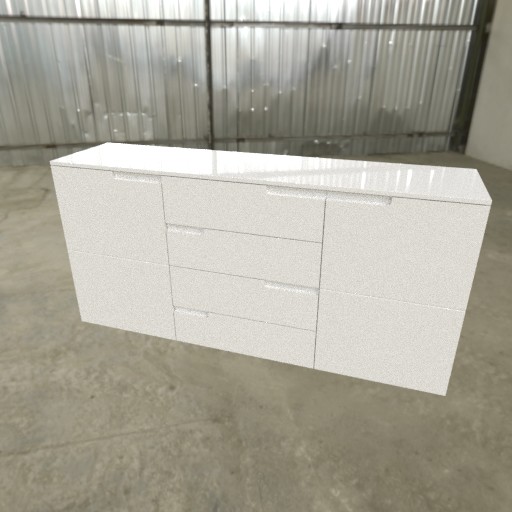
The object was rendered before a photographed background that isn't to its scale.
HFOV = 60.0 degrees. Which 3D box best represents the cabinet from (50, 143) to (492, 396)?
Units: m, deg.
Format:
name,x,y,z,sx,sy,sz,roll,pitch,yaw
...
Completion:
name,x,y,z,sx,sy,sz,roll,pitch,yaw
cabinet,0.000,0.000,1.931,1.650,0.800,0.400,8,27,16
